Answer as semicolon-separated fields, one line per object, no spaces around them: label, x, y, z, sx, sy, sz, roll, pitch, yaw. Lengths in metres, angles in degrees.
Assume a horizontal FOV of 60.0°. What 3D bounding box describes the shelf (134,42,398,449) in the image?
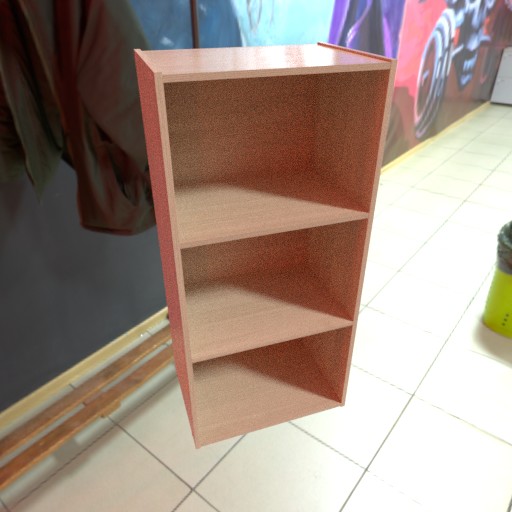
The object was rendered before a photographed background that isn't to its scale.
shelf;0.000;0.000;1.049;0.417;0.876;0.292;-10;33;-16
